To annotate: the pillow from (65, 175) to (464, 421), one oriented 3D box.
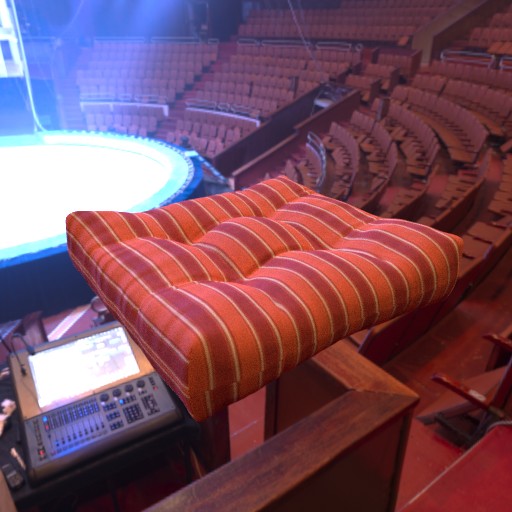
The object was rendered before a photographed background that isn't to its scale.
[{"bbox_3d":[0.000,0.000,0.730,0.490,0.133,0.468,-18,31,-32],"label":"pillow"}]
